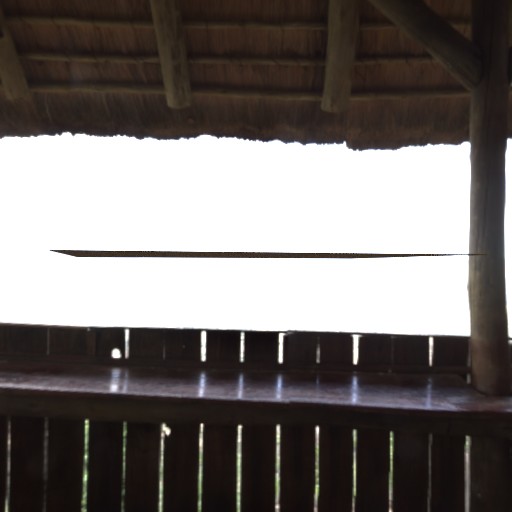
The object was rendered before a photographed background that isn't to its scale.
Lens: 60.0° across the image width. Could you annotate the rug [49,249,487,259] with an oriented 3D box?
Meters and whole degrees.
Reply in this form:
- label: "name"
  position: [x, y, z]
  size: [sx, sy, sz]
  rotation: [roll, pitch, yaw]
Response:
- label: "rug"
  position: [0.000, 0.000, 2.904]
  size: [2.284, 0.006, 1.521]
  rotation: [0, -1, -18]
